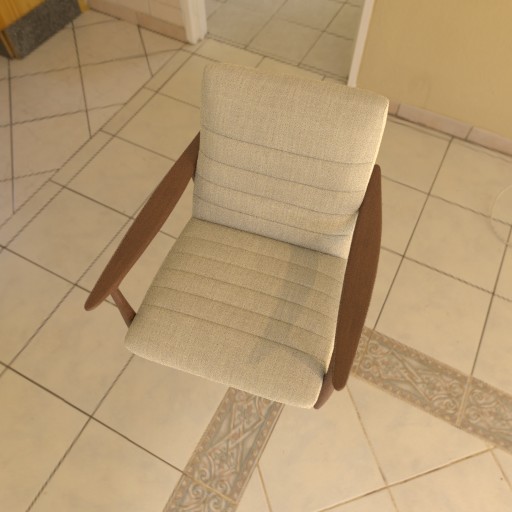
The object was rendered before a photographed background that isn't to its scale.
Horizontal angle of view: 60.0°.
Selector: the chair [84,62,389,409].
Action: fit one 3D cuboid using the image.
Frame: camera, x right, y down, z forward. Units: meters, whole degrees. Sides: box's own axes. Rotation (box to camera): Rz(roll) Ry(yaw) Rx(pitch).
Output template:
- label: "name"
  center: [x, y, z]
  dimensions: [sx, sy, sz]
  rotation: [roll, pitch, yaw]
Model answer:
- label: "chair"
  center: [0.000, 0.000, 1.444]
  dimensions: [0.741, 0.832, 0.798]
  rotation: [16, 60, 9]
